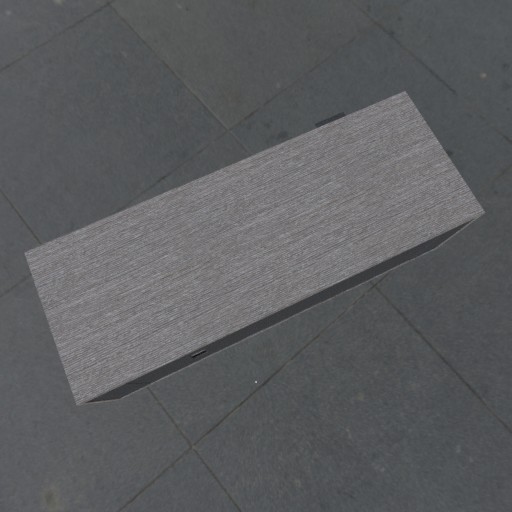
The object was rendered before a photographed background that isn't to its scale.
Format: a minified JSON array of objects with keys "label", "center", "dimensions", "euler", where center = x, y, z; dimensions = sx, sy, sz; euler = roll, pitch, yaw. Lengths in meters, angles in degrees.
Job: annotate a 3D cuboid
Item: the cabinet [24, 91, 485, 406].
[{"label":"cabinet","center":[0.000,0.000,1.616],"dimensions":[1.300,0.599,0.500],"euler":[-24,76,-7]}]
